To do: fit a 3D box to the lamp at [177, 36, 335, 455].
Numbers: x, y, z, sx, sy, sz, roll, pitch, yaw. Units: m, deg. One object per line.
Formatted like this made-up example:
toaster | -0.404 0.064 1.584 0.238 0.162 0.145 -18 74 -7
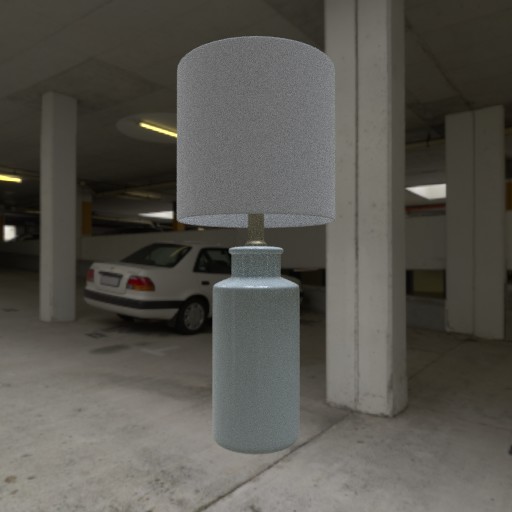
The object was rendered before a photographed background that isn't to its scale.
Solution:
lamp | 0.000 0.000 0.602 0.212 0.493 0.212 -1 -1 36
